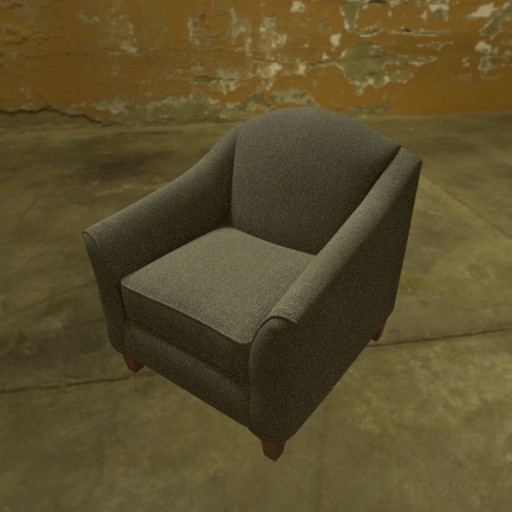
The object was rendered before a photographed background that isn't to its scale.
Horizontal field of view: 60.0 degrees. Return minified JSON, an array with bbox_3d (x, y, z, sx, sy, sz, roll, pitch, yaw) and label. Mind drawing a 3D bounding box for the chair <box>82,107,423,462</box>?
[{"bbox_3d":[0.000,0.000,1.466,0.763,0.839,0.787,20,35,31],"label":"chair"}]
